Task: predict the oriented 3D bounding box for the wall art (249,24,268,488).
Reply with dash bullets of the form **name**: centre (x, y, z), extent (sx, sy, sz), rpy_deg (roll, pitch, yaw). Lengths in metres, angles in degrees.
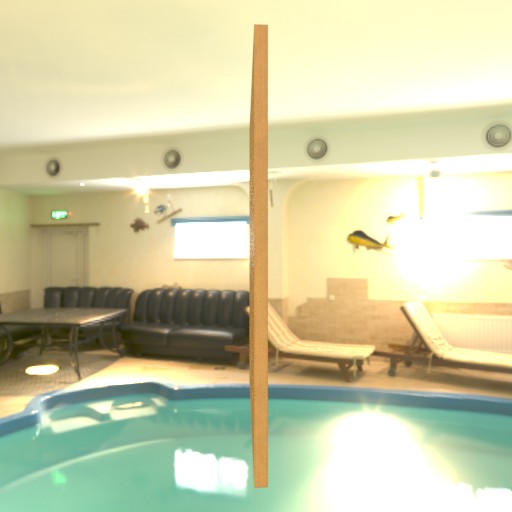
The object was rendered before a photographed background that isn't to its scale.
- **wall art**: centre (0.000, 0.000, 1.358), extent (0.030, 1.002, 0.798), rpy_deg (0, 0, -2)
